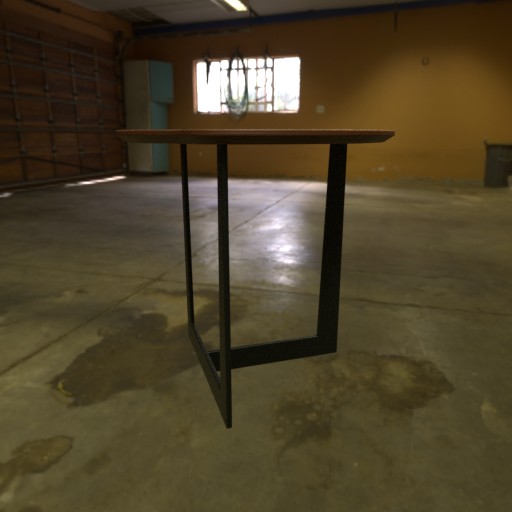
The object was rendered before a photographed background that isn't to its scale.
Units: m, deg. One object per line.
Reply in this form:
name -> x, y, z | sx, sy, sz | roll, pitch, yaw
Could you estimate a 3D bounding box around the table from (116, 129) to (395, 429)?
table -> 0.000, 0.000, 0.876 | 0.494, 0.476, 0.477 | -8, 17, -27
